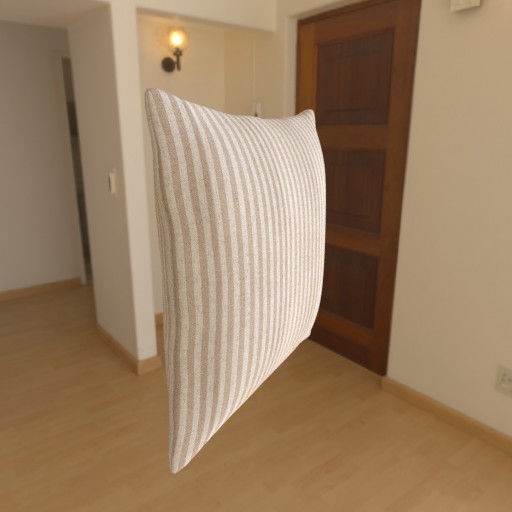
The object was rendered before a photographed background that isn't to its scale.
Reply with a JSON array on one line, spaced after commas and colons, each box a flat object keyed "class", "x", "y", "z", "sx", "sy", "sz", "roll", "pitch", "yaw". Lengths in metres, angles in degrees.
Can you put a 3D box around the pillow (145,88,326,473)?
[{"class": "pillow", "x": 0.000, "y": 0.000, "z": 0.773, "sx": 0.166, "sy": 0.510, "sz": 0.523, "roll": 8, "pitch": 17, "yaw": 26}]
